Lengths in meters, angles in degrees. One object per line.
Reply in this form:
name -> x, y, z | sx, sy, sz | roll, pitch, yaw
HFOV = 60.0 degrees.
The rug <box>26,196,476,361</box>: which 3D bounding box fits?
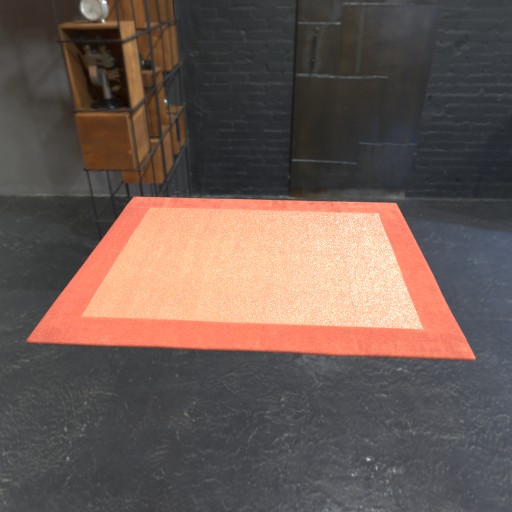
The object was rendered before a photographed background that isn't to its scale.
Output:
rug -> 0.000, 0.000, 3.945 | 2.976, 0.018, 2.430 | 2, 31, 3
